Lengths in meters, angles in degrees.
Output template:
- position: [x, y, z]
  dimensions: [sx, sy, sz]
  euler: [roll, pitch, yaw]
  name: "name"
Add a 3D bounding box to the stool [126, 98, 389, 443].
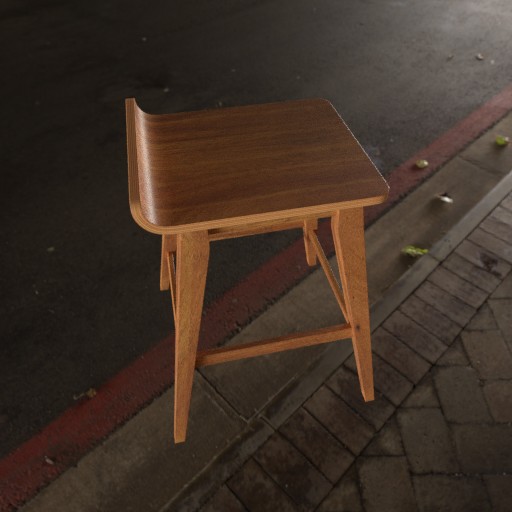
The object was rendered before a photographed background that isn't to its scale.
- position: [0.000, 0.000, 1.015]
  dimensions: [0.500, 0.650, 0.500]
  euler: [-9, 47, -9]
  name: "stool"
